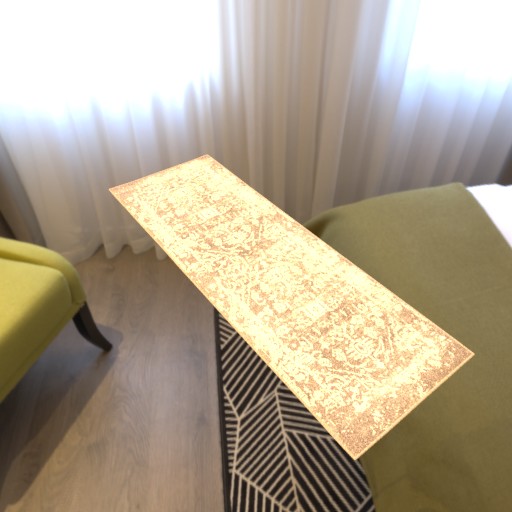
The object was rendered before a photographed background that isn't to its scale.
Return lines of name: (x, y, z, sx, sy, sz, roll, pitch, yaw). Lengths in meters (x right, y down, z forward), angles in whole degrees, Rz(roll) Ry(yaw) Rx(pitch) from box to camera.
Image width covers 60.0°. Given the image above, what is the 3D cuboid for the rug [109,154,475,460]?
rug: (0.000, 0.000, 2.708, 0.855, 0.017, 2.452, -27, 49, -27)
